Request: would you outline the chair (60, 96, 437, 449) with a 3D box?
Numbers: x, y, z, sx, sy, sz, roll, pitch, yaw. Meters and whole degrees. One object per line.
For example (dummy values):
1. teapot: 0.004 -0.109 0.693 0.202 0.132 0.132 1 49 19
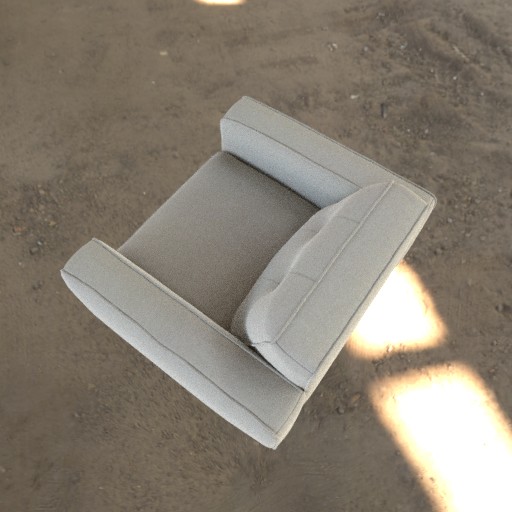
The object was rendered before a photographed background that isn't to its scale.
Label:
1. chair: 0.000 0.000 1.771 0.953 0.779 1.115 33 67 16
